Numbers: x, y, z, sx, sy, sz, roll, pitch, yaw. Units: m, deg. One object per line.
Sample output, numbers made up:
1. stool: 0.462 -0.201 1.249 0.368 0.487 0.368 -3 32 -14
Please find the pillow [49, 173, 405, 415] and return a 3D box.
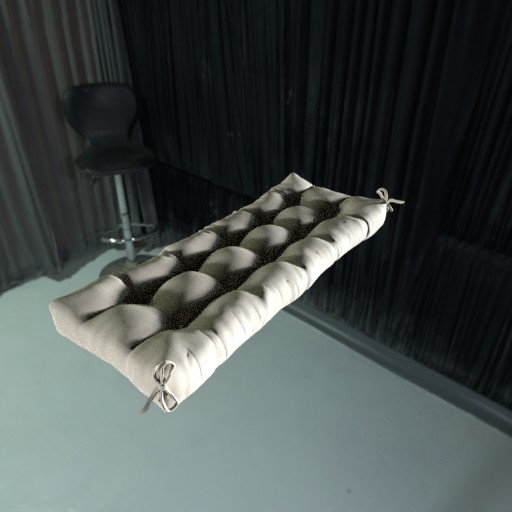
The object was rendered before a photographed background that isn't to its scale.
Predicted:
1. pillow: 0.000 0.000 1.384 0.511 0.174 1.194 23 39 31
